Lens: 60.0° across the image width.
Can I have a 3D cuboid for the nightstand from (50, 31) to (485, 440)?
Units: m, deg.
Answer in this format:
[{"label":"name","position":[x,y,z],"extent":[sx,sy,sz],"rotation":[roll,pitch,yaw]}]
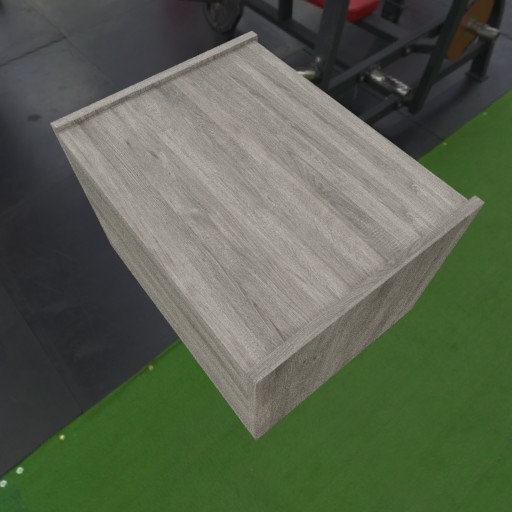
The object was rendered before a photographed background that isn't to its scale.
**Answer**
[{"label":"nightstand","position":[0.000,0.000,0.816],"extent":[0.380,0.500,0.480],"rotation":[-34,64,-19]}]
